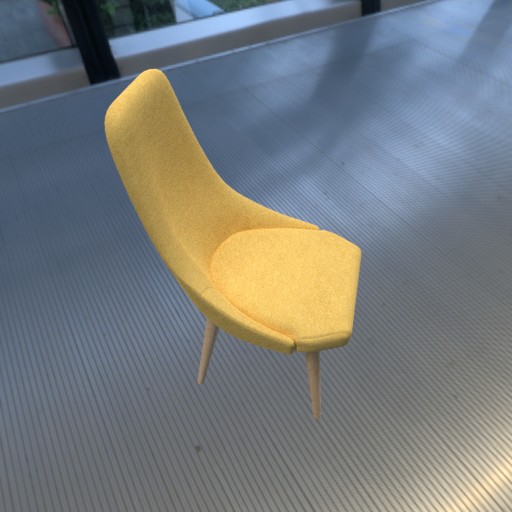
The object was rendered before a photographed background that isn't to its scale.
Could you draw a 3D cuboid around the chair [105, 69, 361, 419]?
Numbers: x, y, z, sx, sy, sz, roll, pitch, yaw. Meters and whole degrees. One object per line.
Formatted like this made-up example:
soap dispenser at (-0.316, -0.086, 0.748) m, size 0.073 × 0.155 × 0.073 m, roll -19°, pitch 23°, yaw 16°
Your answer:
chair at (0.000, 0.000, 1.403) m, size 0.660 × 1.040 × 0.510 m, roll 10°, pitch 47°, yaw 10°
